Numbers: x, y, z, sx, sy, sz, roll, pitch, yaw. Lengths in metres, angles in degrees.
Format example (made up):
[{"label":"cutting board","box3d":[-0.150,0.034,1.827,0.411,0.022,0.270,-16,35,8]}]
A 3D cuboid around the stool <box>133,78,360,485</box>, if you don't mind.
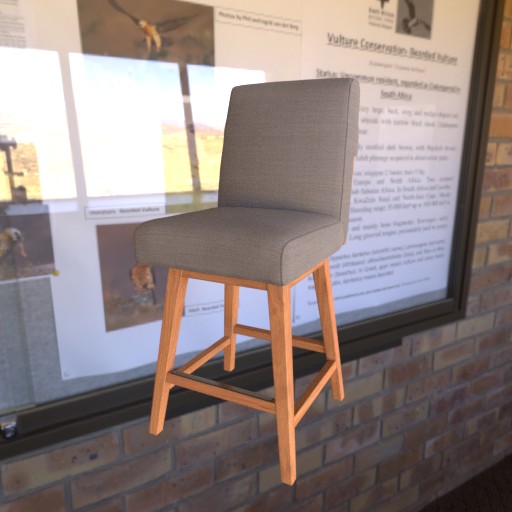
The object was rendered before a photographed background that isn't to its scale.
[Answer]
[{"label":"stool","box3d":[0.000,0.000,1.295,0.459,1.019,0.570,7,16,27]}]
